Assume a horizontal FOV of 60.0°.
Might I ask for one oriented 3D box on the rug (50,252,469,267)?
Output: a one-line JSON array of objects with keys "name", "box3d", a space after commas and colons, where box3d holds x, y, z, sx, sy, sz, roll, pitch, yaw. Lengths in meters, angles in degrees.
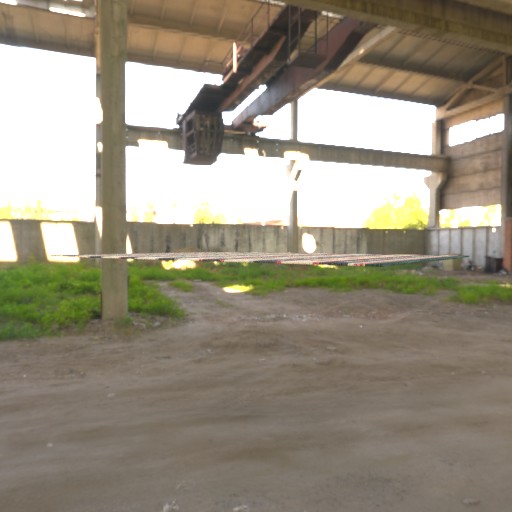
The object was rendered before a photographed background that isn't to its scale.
[{"name": "rug", "box3d": [0.000, 0.000, 2.308, 1.825, 0.009, 1.221, 1, 2, 36]}]
